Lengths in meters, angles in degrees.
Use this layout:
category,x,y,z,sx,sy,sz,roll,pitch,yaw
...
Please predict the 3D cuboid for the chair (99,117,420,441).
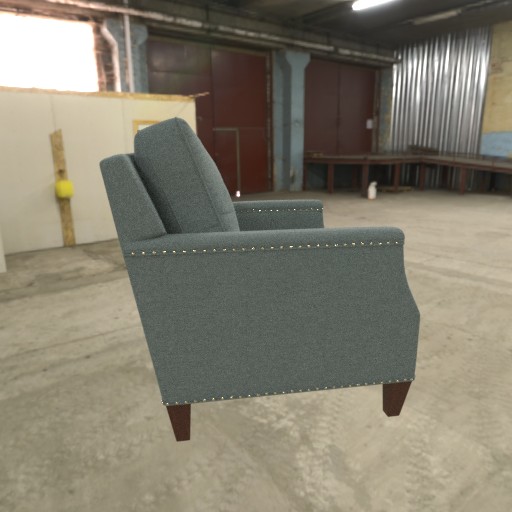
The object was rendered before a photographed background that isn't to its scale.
category,x,y,z,sx,sy,sz,roll,pitch,yaw
chair,0.000,0.000,1.790,1.031,1.031,0.885,-3,14,-10
